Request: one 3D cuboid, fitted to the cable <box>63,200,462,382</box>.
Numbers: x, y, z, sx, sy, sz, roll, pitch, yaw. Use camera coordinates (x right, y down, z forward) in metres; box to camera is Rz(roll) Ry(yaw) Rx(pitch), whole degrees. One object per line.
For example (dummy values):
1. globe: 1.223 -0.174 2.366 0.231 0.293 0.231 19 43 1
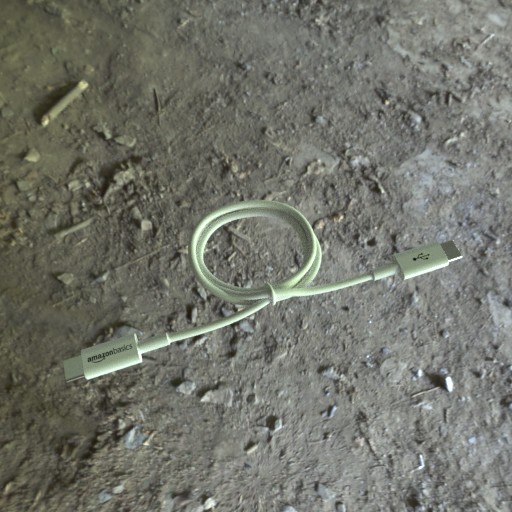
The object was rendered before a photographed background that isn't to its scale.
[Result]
1. cable: 0.000 0.000 0.227 0.203 0.014 0.070 -17 64 -8
